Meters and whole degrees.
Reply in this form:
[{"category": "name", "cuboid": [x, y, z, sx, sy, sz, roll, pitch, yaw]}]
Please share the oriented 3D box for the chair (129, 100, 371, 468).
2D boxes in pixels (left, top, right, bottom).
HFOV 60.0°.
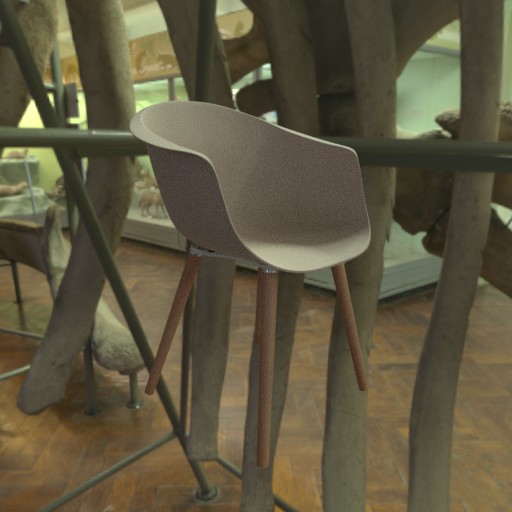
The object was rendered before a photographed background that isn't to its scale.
[{"category": "chair", "cuboid": [0.000, 0.000, 1.145, 0.504, 0.781, 0.593, 14, 21, 42]}]
